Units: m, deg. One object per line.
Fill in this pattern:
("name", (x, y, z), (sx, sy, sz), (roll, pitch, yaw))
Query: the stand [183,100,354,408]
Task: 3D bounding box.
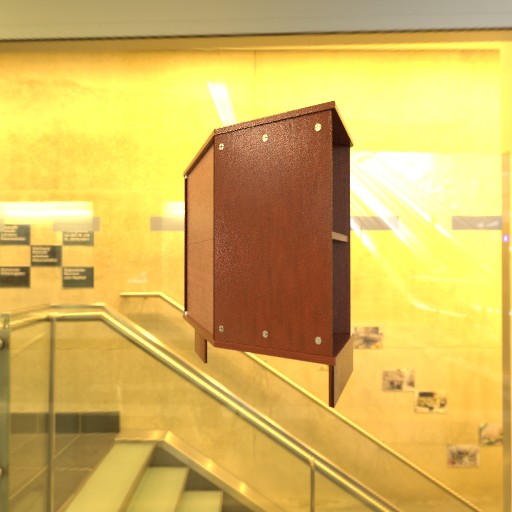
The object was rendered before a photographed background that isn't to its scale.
("stand", (0.000, 0.000, 1.392), (0.381, 0.614, 1.072), (0, -1, -17))
